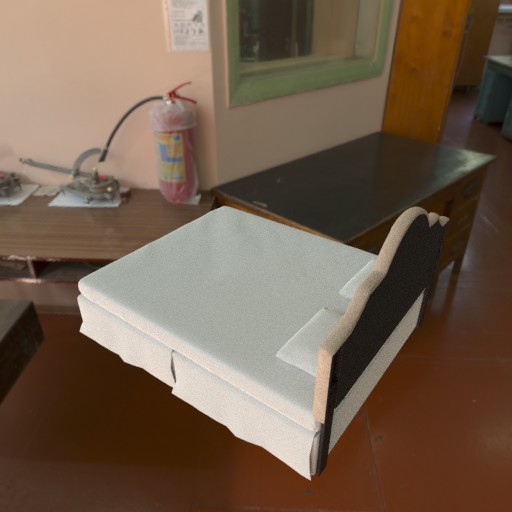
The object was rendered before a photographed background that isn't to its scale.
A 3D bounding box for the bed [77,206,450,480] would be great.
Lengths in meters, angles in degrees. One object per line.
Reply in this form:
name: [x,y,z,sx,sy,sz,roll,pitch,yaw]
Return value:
bed: [0.000,0.000,2.965,1.970,1.194,1.667,21,37,31]
